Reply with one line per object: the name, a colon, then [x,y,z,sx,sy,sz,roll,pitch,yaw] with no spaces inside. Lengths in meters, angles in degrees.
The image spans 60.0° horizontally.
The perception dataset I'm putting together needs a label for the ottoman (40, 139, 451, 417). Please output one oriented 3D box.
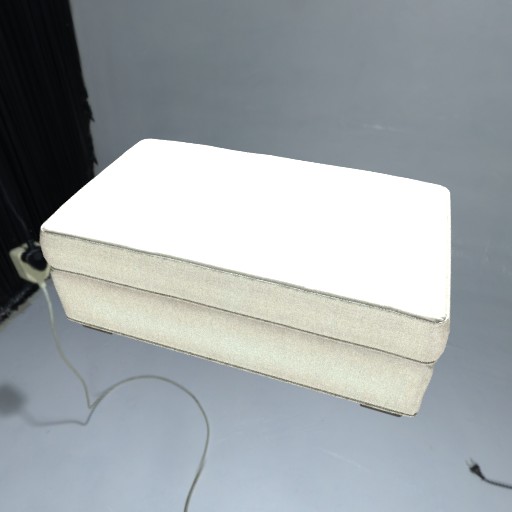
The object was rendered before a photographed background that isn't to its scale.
ottoman: [0.000,0.000,1.405,1.097,0.448,0.617,12,42,14]
